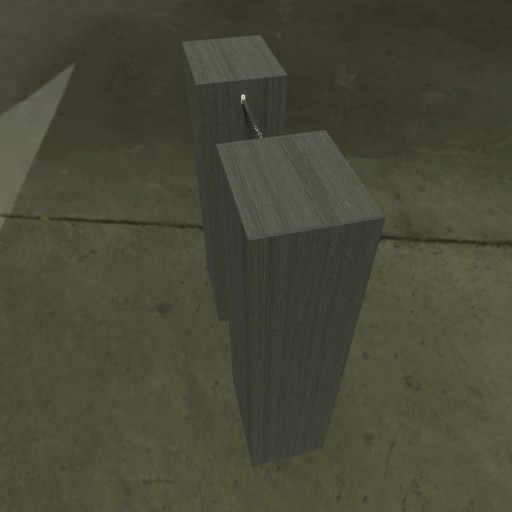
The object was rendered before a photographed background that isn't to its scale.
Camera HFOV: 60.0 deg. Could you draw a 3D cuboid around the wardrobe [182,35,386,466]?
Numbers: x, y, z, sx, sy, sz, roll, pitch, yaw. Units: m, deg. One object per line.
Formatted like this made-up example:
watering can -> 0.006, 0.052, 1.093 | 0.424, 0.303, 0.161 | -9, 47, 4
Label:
wardrobe -> 0.000, 0.000, 2.784 | 0.480, 2.000, 1.770 | -10, 46, -10
